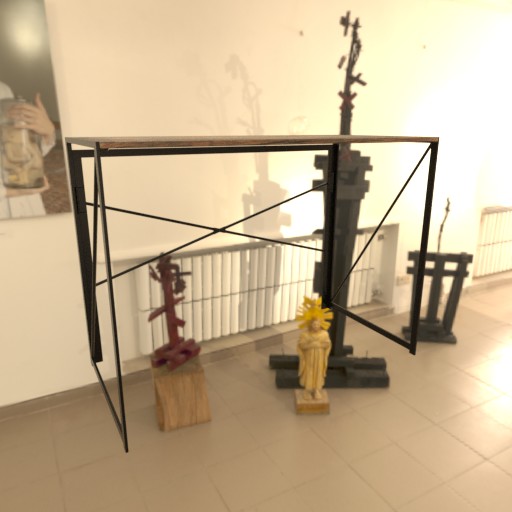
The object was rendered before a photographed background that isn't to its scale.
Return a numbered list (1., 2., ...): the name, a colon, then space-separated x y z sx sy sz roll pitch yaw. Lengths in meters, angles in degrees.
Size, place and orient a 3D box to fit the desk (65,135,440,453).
1. desk: 0.000 0.000 1.441 1.015 0.747 0.505 -9 18 -28
